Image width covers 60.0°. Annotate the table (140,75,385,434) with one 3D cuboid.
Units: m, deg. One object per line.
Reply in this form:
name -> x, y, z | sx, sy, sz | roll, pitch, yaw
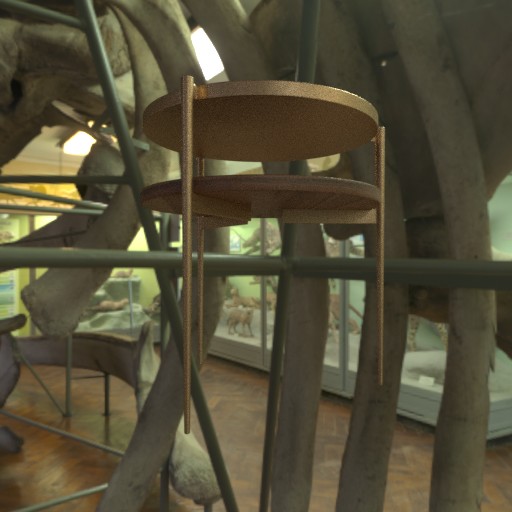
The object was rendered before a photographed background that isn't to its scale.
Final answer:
table -> 0.000, 0.000, 0.831 | 0.430, 0.493, 0.456 | 0, 0, -35
